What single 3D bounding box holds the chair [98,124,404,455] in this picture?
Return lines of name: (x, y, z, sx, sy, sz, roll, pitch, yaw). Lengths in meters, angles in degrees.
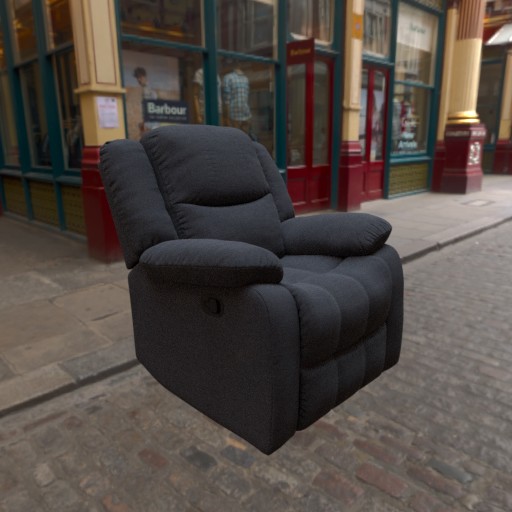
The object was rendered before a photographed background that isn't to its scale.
chair: (0.000, 0.000, 1.746, 0.944, 1.008, 0.899, 14, 20, 43)
